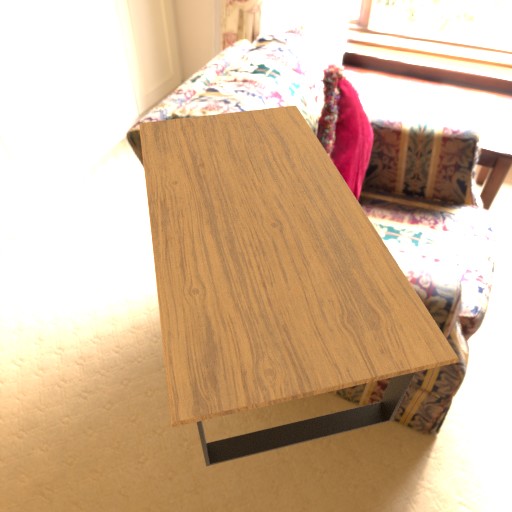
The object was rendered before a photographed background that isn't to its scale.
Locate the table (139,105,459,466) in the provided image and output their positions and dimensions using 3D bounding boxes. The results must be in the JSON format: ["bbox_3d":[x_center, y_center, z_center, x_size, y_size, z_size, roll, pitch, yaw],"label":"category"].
[{"bbox_3d":[0.000,0.000,1.620,0.693,0.445,1.331,-10,46,-9],"label":"table"}]
